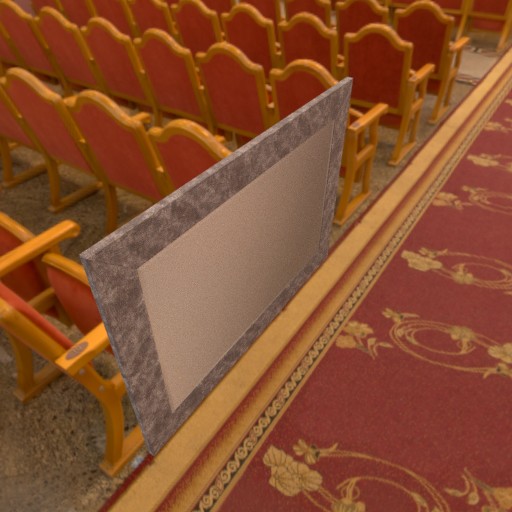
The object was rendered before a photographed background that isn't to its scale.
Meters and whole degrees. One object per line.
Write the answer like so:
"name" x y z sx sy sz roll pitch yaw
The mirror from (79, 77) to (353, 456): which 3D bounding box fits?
"mirror" 0.000 0.000 1.408 0.022 0.795 1.101 25 47 25
